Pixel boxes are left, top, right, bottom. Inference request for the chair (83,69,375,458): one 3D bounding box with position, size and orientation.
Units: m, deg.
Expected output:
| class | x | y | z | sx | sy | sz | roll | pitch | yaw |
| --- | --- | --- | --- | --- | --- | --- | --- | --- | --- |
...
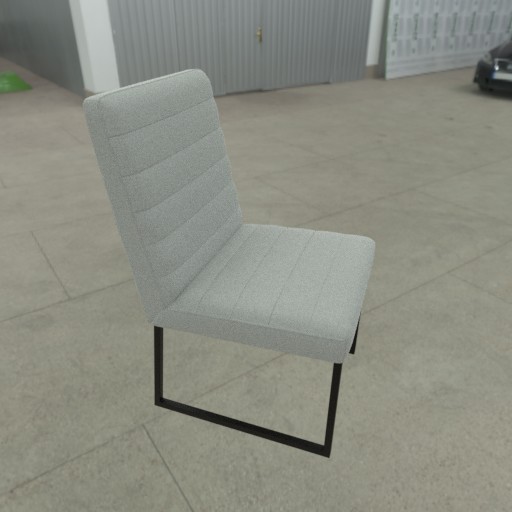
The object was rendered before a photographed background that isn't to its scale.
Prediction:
| class | x | y | z | sx | sy | sz | roll | pitch | yaw |
| --- | --- | --- | --- | --- | --- | --- | --- | --- | --- |
| chair | 0.000 | 0.000 | 1.274 | 0.634 | 0.930 | 0.520 | 10 | 31 | 17 |
